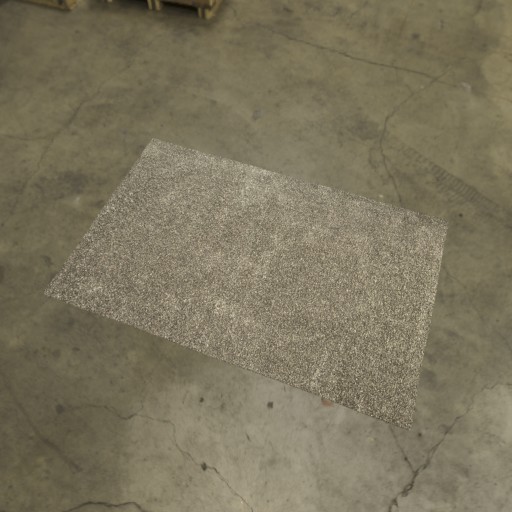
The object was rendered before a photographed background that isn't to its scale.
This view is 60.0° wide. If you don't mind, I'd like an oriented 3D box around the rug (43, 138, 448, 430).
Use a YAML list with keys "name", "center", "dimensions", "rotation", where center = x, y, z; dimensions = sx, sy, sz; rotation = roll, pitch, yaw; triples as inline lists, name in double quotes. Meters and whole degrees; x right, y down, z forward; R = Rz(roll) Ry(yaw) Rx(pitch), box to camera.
- name: "rug"
  center: [0.000, 0.000, 2.984]
  dimensions: [2.350, 0.025, 1.502]
  rotation: [18, 60, 11]
